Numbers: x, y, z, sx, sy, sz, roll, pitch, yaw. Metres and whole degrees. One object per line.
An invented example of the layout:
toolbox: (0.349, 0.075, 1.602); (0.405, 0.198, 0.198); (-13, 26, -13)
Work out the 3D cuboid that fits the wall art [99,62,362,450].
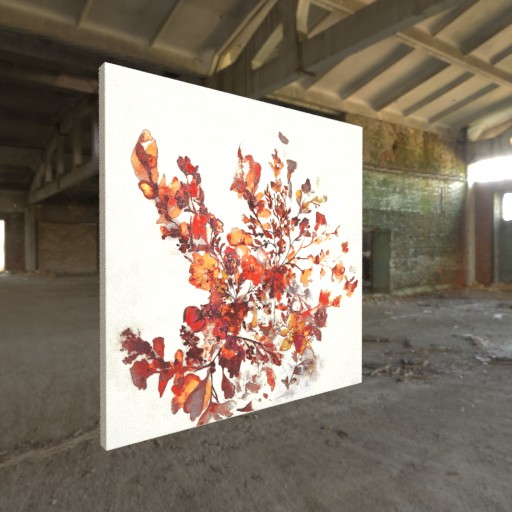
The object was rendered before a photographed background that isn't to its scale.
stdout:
wall art: (0.000, 0.000, 1.101); (0.757, 0.757, 0.037); (0, 1, -37)
